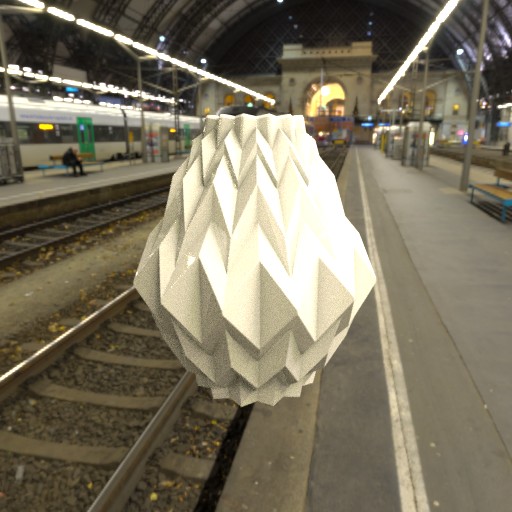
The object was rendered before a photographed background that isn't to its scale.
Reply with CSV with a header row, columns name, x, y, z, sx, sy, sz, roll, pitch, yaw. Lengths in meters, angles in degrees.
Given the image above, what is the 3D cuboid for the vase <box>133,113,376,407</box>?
name,x,y,z,sx,sy,sz,roll,pitch,yaw
vase,0.000,0.000,0.307,0.164,0.185,0.164,0,15,0
